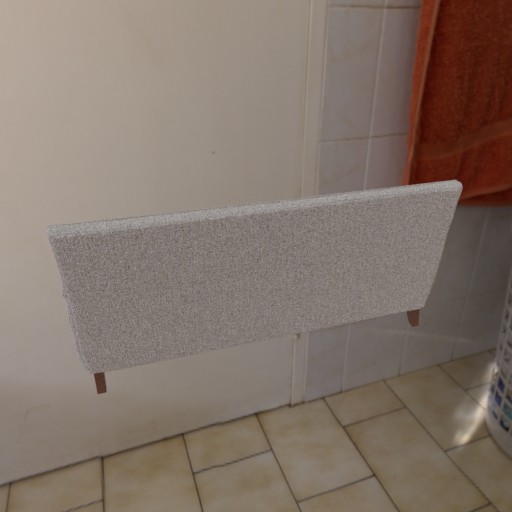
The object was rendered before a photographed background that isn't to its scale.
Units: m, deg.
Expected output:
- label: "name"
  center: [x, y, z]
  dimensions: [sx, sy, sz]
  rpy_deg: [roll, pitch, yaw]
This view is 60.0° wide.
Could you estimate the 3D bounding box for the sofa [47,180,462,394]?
- label: "sofa"
  center: [0.000, 0.000, 2.553]
  dimensions: [2.026, 0.942, 0.854]
  rpy_deg: [-8, 28, -16]
